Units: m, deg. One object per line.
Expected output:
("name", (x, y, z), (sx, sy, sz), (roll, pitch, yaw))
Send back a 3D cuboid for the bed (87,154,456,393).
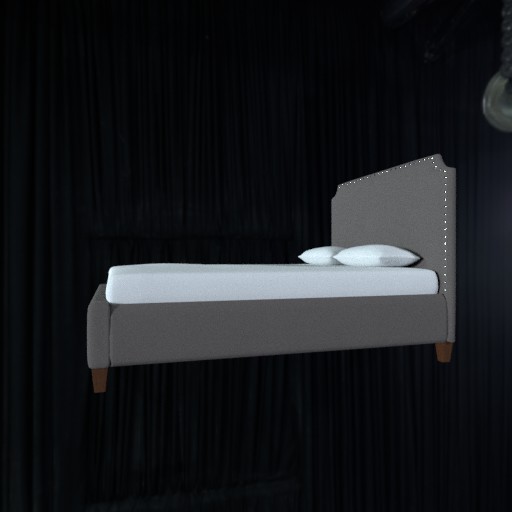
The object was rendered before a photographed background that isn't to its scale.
("bed", (0.000, 0.000, 3.455), (2.372, 1.443, 1.713), (0, 0, -18))
